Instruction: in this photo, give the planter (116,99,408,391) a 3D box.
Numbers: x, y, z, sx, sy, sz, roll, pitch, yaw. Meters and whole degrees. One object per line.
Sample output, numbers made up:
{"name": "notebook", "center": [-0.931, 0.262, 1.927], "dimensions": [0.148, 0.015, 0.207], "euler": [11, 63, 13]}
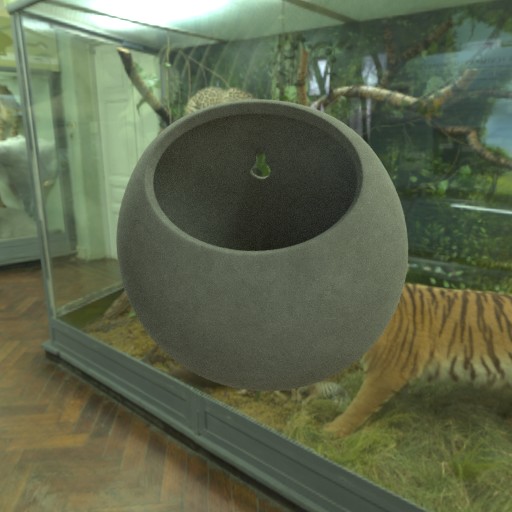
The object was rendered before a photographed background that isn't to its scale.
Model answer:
{"name": "planter", "center": [0.000, 0.000, 0.281], "dimensions": [0.185, 0.188, 0.071], "euler": [2, 15, 9]}
